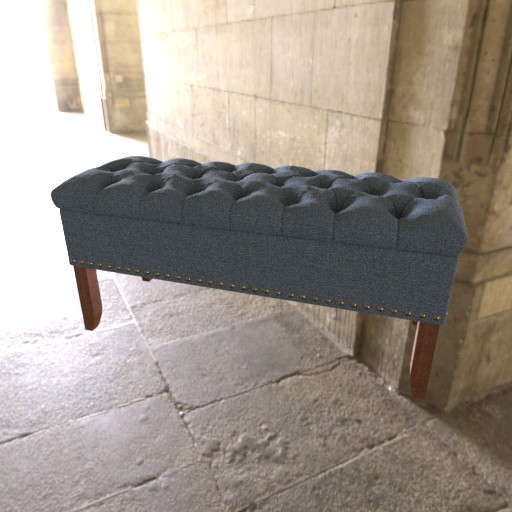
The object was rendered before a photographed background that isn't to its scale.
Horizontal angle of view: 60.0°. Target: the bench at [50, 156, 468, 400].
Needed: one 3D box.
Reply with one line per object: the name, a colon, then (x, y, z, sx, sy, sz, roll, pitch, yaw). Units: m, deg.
bench: (0.000, 0.000, 1.316, 1.052, 0.492, 0.417, 8, 26, 16)
